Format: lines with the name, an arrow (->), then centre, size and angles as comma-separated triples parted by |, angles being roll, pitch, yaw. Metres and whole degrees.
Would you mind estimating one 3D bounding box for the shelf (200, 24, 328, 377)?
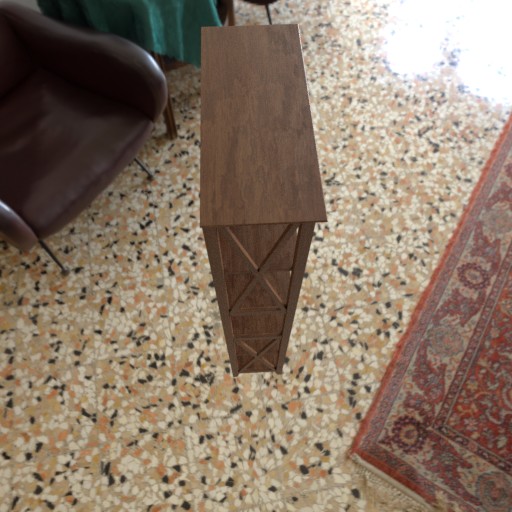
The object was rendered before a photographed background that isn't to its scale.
shelf -> 0.000, 0.000, 2.187 | 0.335, 1.905, 0.805 | -3, 63, -1
